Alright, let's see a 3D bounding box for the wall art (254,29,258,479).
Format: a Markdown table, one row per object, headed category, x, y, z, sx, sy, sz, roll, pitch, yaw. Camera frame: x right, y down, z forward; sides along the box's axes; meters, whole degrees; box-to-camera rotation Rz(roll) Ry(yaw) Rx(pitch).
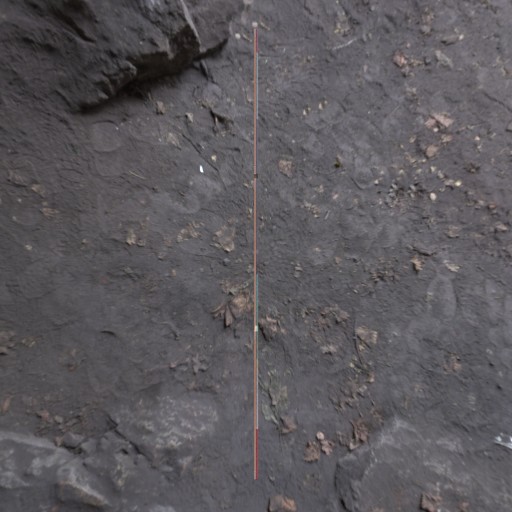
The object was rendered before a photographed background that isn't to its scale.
| category | x | y | z | sx | sy | sz | roll | pitch | yaw |
| --- | --- | --- | --- | --- | --- | --- | --- | --- | --- |
| wall art | 0.000 | 0.000 | 2.255 | 0.013 | 1.519 | 1.521 | 0 | 89 | 0 |
